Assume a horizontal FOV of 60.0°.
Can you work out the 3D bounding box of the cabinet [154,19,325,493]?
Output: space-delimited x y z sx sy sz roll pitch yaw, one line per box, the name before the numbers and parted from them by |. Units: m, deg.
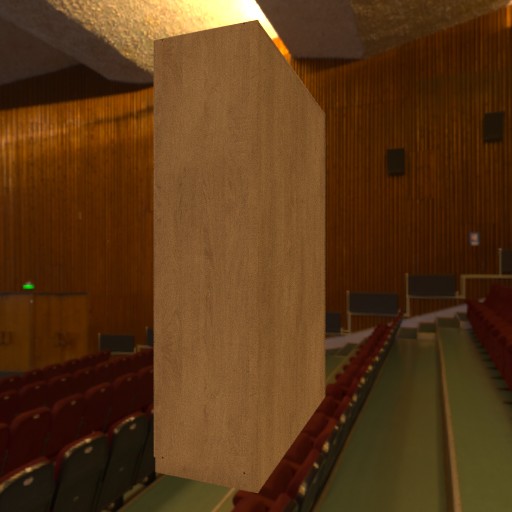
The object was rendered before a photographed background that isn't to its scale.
cabinet | 0.000 0.000 2.480 0.510 1.910 1.290 0 0 21
